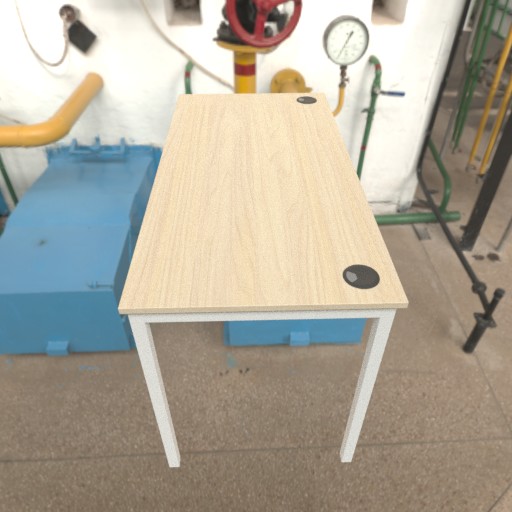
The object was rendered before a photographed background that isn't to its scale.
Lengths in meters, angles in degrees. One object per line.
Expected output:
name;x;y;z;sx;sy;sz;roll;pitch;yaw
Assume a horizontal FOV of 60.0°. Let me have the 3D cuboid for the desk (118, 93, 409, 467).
desk;0.000;0.000;1.611;0.600;0.750;1.200;-1;40;-1
